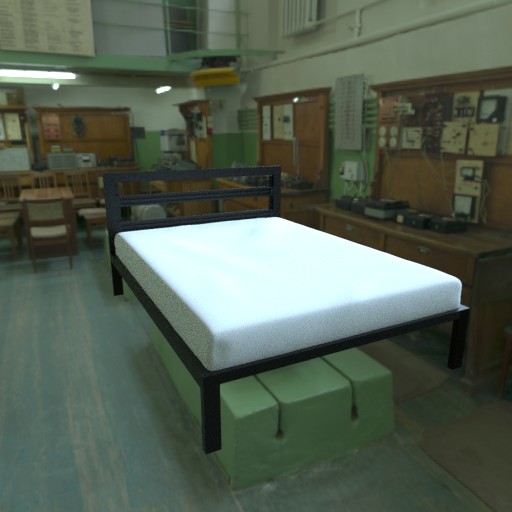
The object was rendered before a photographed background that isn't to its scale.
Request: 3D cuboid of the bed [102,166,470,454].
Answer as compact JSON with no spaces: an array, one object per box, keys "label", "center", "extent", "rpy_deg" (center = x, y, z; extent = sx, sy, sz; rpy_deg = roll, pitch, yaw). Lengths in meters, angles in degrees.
[{"label":"bed","center":[0.000,0.000,2.894],"extent":[1.524,0.967,2.062],"rpy_deg":[-8,18,-26]}]
